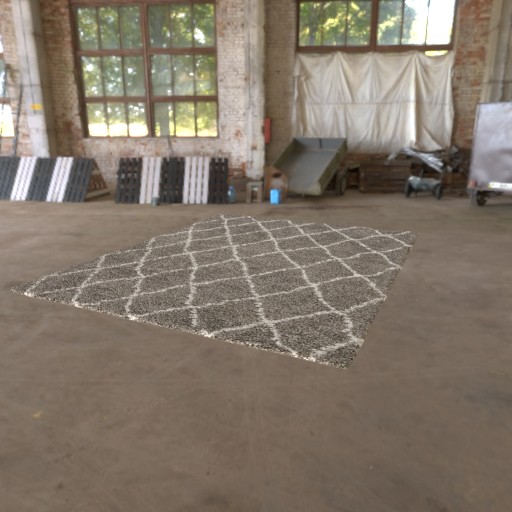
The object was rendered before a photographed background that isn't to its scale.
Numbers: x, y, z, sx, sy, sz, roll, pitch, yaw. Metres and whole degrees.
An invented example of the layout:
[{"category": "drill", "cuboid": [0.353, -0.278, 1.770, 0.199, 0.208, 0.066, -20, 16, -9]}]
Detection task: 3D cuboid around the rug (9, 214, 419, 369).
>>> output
[{"category": "rug", "cuboid": [0.000, 0.000, 3.942, 2.438, 0.029, 3.047, 8, 18, 24]}]
